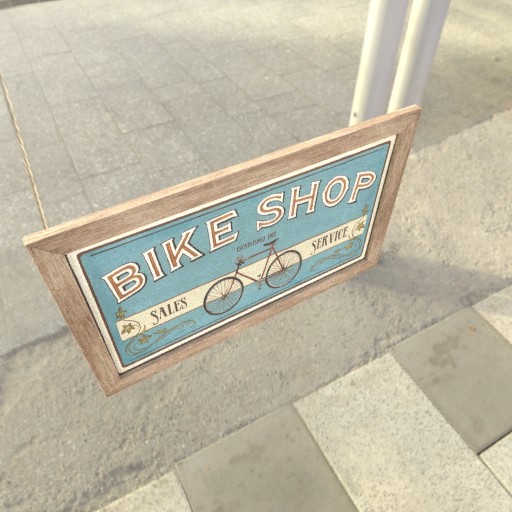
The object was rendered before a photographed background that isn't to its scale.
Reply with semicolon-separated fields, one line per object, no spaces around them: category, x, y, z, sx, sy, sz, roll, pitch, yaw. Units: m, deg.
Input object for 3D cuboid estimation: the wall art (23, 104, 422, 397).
wall art;0.000;0.000;0.950;0.780;0.480;0.021;-23;51;-20
